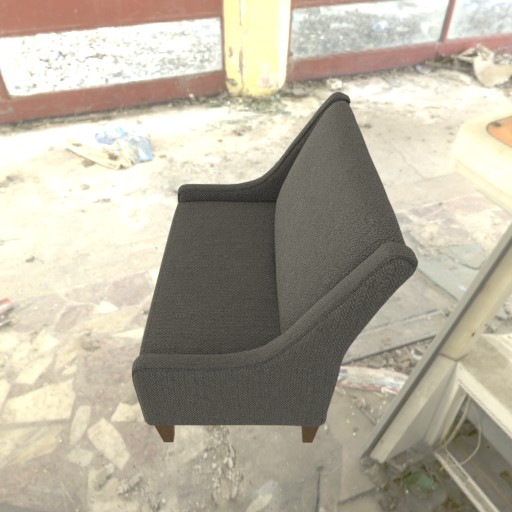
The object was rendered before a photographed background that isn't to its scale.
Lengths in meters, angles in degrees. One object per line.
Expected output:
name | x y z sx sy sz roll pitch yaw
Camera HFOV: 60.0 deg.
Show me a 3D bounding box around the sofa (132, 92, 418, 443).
sofa | 0.000 0.000 1.939 0.873 1.022 1.242 0 40 0
